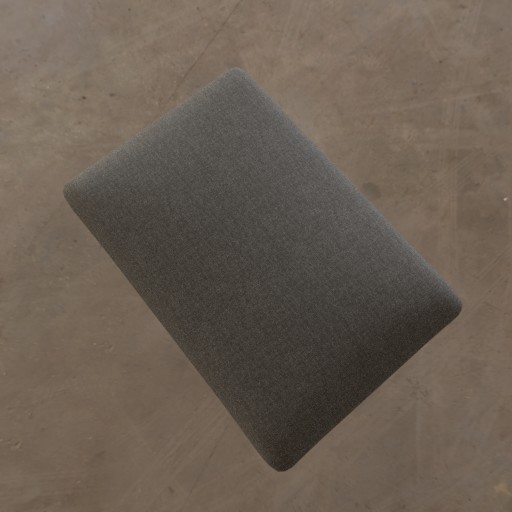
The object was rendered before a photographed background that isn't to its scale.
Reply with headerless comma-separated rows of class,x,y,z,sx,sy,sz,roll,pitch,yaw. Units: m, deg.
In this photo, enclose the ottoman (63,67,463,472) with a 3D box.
ottoman,0.000,0.000,1.415,0.711,0.483,1.041,-39,78,-9
